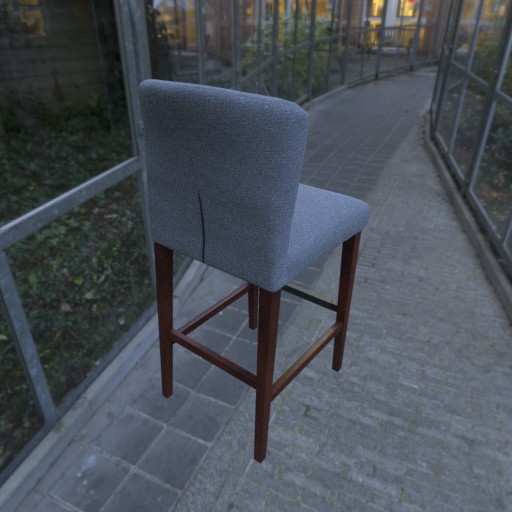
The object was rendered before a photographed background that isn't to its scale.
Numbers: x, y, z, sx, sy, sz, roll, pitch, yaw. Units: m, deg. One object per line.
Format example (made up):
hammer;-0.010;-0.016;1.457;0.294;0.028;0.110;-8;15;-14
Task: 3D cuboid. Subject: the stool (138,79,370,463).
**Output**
stool;0.000;0.000;1.373;0.486;1.069;0.568;21;36;32
